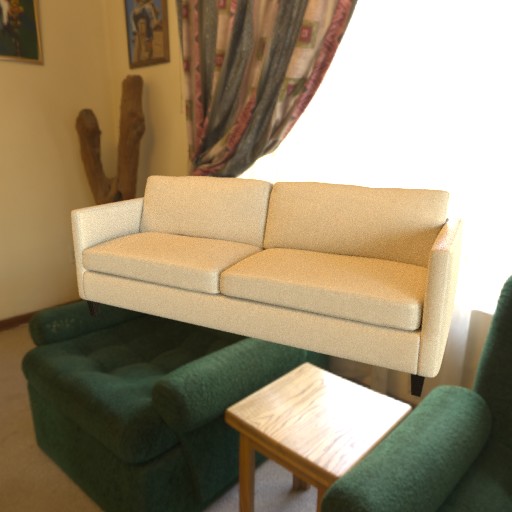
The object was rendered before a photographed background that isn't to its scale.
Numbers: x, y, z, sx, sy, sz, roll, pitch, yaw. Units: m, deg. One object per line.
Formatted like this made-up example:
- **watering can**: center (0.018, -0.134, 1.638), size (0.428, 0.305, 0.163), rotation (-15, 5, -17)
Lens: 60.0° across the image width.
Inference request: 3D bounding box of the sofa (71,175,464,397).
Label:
- **sofa**: center (0.000, 0.000, 2.946), size (2.434, 0.965, 0.948), rotation (8, 17, 26)
